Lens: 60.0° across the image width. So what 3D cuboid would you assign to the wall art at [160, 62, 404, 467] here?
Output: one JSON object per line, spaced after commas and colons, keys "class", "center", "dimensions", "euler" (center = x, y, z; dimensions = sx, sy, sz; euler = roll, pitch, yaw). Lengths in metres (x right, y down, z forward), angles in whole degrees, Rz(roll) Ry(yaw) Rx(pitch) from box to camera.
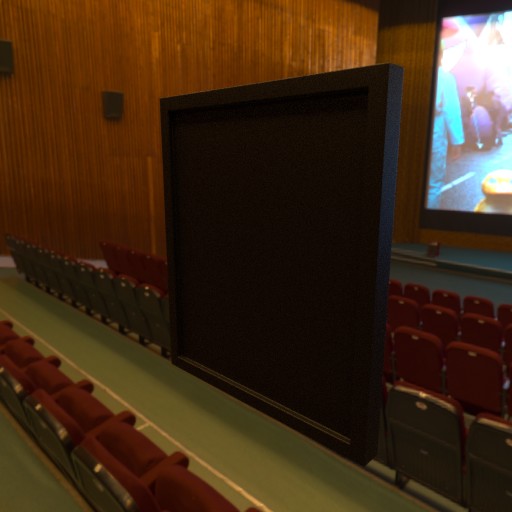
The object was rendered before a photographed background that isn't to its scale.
{"class": "wall art", "center": [0.000, 0.000, 0.525], "dimensions": [0.328, 0.381, 0.028], "euler": [12, 17, 43]}
